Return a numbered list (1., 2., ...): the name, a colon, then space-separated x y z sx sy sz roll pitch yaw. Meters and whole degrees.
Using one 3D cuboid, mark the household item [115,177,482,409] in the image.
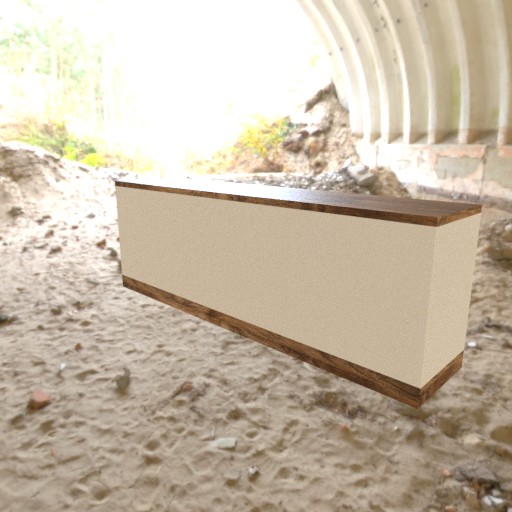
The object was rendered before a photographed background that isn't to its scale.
1. household item: 0.000 0.000 2.069 1.800 0.615 0.390 13 19 42
